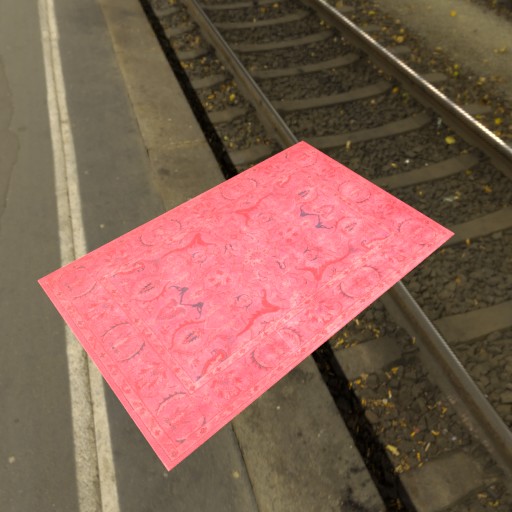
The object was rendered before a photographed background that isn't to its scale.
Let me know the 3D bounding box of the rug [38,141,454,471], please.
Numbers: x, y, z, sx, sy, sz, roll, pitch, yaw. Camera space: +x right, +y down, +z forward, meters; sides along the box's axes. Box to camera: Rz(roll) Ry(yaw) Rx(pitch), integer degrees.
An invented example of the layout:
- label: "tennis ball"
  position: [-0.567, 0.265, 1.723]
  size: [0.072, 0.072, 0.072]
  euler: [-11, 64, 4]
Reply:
- label: "rug"
  position: [0.000, 0.000, 3.021]
  size: [2.423, 0.010, 1.534]
  euler: [-33, 56, -26]
